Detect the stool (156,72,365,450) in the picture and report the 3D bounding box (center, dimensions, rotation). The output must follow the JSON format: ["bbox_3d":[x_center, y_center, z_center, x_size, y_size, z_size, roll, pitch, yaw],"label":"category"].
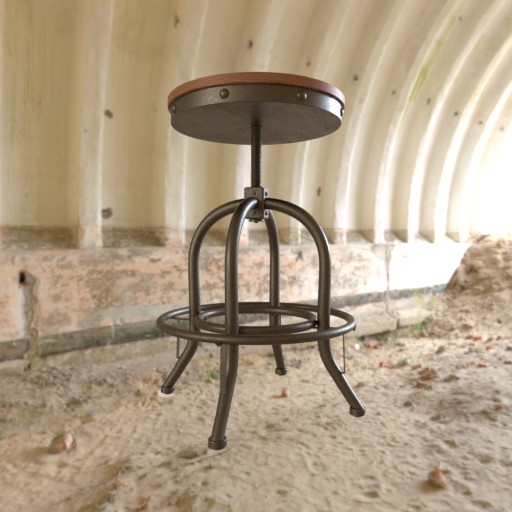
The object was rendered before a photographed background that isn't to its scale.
[{"bbox_3d":[0.000,0.000,0.901,0.439,0.609,0.439,1,2,18],"label":"stool"}]
